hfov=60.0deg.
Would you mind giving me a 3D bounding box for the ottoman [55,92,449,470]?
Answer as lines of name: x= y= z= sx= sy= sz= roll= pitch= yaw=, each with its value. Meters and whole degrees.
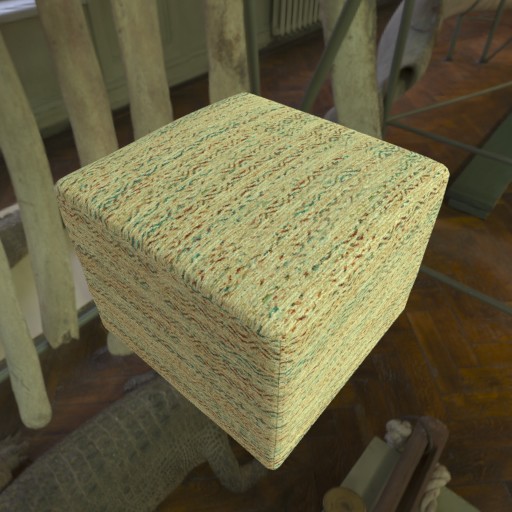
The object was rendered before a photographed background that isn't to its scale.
ottoman: x=0.000 y=0.000 z=0.910 sx=0.521 sy=0.453 sz=0.512 roll=30 pitch=51 yaw=28
